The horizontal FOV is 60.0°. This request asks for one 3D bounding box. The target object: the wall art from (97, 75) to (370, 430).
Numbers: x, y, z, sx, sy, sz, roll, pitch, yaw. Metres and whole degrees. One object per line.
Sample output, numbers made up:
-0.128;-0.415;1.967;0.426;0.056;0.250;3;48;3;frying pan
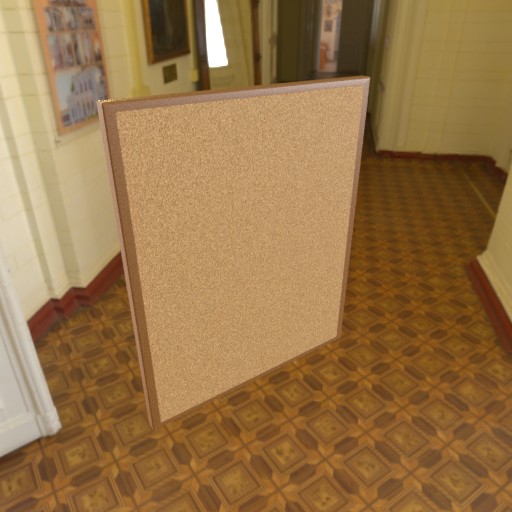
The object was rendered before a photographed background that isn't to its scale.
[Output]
0.000;0.000;0.526;0.310;0.379;0.015;-18;33;-30;wall art
